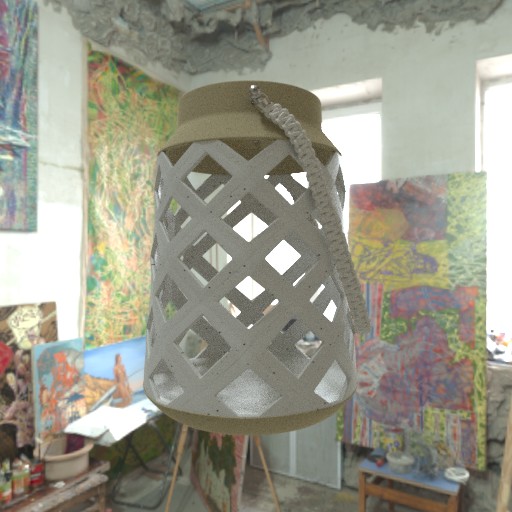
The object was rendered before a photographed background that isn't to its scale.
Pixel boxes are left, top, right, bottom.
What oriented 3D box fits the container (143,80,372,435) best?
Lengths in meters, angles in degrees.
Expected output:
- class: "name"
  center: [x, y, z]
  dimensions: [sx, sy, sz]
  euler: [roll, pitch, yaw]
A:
- class: "container"
  center: [0.000, 0.000, 0.342]
  dimensions: [0.172, 0.229, 0.163]
  euler: [0, 1, 0]
